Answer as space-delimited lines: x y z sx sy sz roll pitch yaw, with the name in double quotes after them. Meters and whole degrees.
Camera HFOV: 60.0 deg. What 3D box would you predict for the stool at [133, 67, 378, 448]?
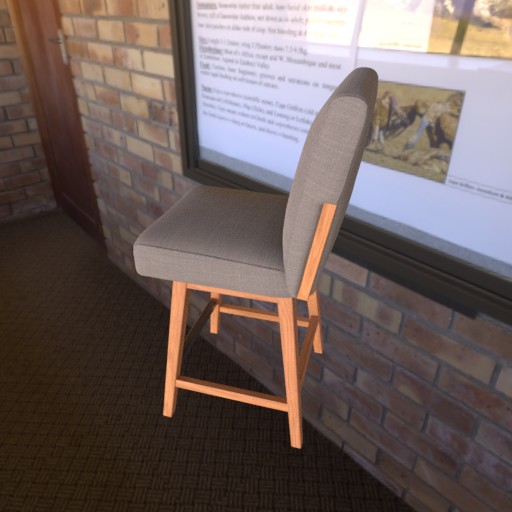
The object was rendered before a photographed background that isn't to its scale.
0.000 0.000 1.313 0.570 1.019 0.459 8 31 14 "stool"
